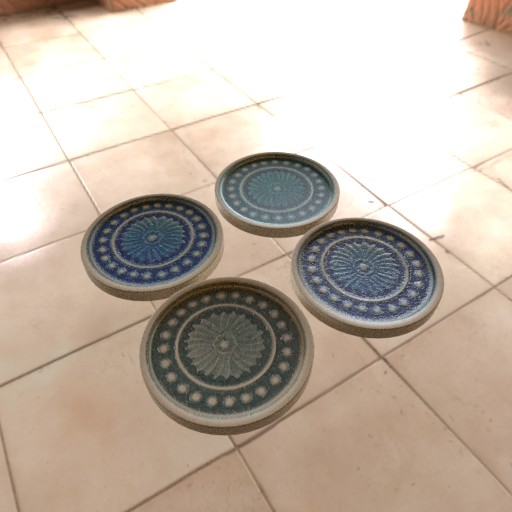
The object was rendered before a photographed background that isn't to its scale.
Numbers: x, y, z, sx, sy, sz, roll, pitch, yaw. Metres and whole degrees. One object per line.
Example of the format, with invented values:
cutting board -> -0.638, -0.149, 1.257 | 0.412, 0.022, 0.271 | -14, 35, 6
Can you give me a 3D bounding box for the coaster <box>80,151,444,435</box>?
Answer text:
coaster -> 0.000, 0.000, 0.333 | 0.224, 0.010, 0.220 | -25, 51, -22
